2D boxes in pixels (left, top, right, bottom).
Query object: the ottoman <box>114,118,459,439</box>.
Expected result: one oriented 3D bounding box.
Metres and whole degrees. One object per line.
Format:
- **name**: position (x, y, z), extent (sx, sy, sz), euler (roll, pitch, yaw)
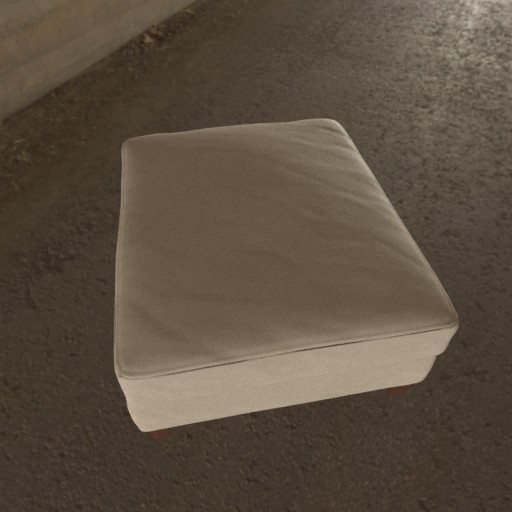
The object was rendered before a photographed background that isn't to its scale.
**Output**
- **ottoman**: position (0.000, 0.000, 1.469), extent (0.836, 0.492, 1.002), euler (-8, 47, -7)
